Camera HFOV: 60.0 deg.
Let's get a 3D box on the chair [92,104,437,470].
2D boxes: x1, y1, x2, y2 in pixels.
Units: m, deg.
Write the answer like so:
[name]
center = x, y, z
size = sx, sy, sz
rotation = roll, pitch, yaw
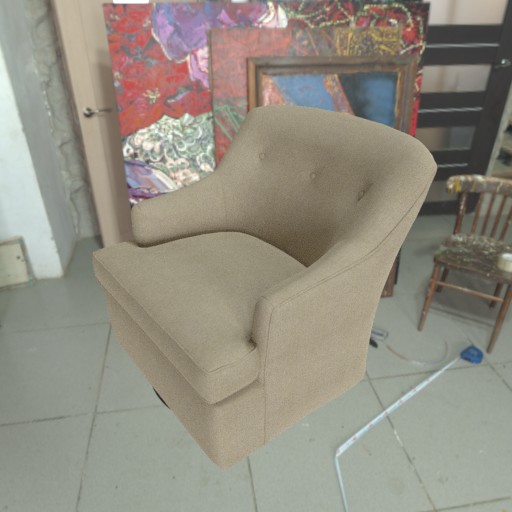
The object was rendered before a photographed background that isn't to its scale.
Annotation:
[chair]
center = 0.000, 0.000, 1.563
size = 0.923, 0.856, 0.864
rotation = -22, 37, -32
